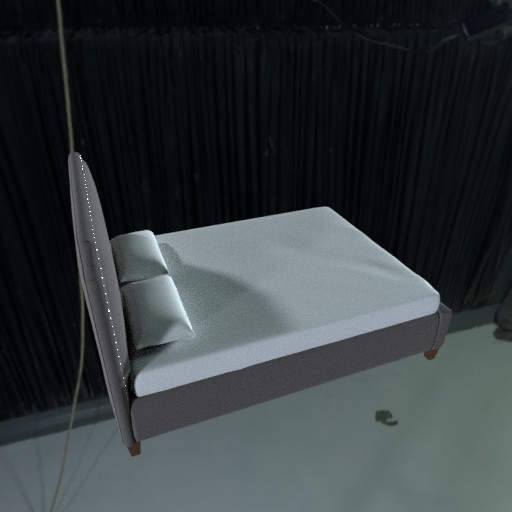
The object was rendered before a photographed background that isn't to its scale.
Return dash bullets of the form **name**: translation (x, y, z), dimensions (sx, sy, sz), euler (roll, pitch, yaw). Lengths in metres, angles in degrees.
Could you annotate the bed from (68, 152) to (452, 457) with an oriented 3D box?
- **bed**: translation (0.000, 0.000, 3.322), dimensions (2.372, 1.443, 1.713), euler (-11, 33, -18)
